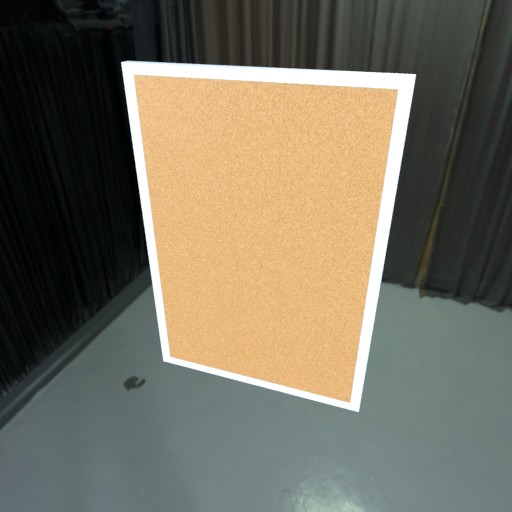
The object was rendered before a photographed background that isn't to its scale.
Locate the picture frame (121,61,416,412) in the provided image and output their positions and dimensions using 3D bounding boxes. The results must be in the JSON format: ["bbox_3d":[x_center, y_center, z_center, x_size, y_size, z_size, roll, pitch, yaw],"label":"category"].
[{"bbox_3d":[0.000,0.000,0.551,0.305,0.434,0.013,10,32,16],"label":"picture frame"}]
